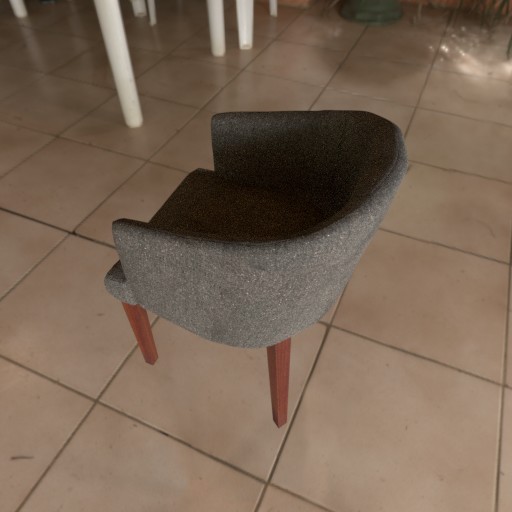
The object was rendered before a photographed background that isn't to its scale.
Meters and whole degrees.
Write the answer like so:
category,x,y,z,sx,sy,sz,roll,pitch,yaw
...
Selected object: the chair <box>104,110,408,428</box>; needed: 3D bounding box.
category,x,y,z,sx,sy,sz,roll,pitch,yaw
chair,0.000,0.000,1.255,0.655,0.811,0.583,17,49,15
